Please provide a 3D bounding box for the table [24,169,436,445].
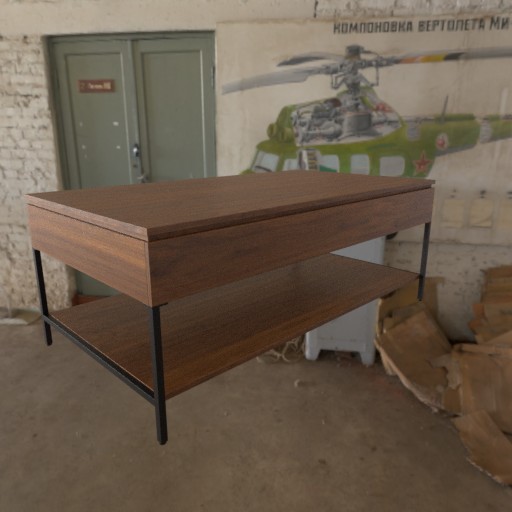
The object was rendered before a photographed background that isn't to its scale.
[{"bbox_3d":[0.000,0.000,1.321,1.057,0.414,0.574,-15,22,-42],"label":"table"}]
